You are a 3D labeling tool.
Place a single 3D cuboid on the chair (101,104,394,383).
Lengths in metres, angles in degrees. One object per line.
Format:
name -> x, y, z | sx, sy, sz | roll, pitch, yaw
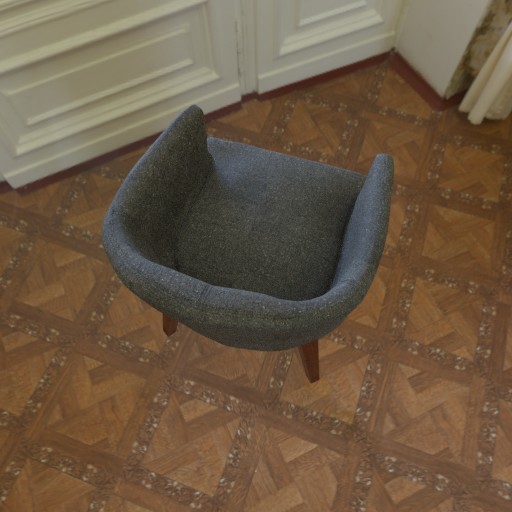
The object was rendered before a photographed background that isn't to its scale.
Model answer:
chair -> 0.000, 0.000, 1.219 | 0.583, 0.811, 0.655 | 17, 65, 8
